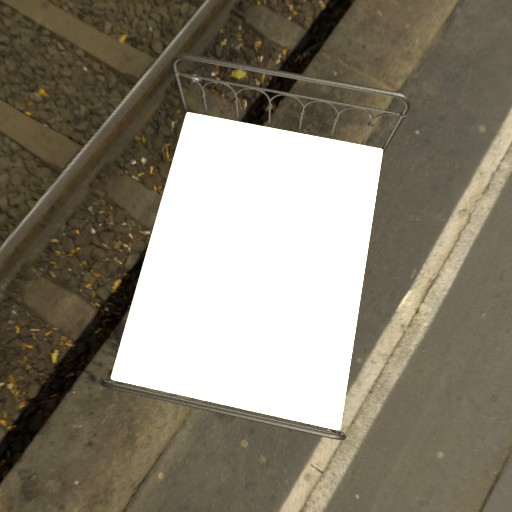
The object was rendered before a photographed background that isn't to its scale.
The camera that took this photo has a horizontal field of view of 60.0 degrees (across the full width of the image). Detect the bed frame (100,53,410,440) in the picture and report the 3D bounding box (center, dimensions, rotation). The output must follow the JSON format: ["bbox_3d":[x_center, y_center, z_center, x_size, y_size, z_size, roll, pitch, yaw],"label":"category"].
[{"bbox_3d":[0.000,0.000,3.198,1.664,1.276,2.203,12,75,3],"label":"bed frame"}]
